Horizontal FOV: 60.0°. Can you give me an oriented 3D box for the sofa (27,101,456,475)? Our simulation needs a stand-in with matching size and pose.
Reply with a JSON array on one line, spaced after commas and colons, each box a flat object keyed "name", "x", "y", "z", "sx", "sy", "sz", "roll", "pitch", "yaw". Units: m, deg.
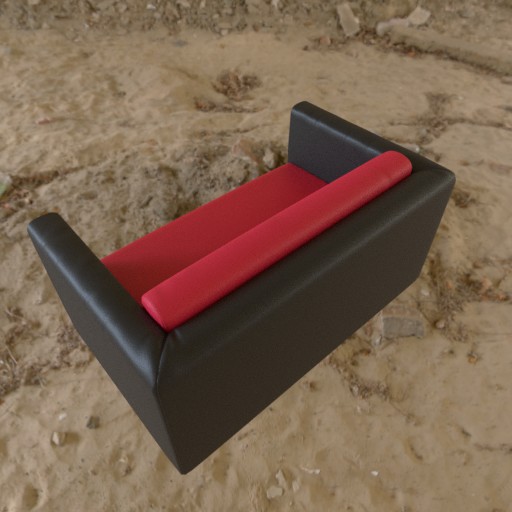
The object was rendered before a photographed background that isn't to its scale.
[{"name": "sofa", "x": 0.000, "y": 0.000, "z": 1.857, "sx": 1.410, "sy": 0.735, "sz": 0.845, "roll": -32, "pitch": 53, "yaw": -28}]
